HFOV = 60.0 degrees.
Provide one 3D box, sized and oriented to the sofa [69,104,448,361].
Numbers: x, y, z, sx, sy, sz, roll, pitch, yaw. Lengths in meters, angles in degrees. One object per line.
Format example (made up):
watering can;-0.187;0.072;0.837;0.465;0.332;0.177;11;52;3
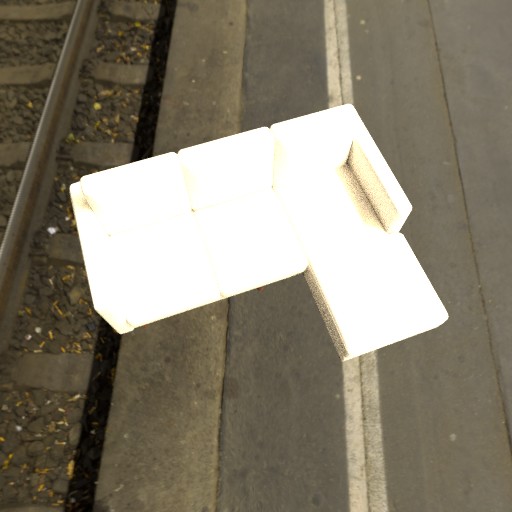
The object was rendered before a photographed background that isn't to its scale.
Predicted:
sofa;0.000;0.000;2.892;2.029;0.899;1.580;-18;66;-8
